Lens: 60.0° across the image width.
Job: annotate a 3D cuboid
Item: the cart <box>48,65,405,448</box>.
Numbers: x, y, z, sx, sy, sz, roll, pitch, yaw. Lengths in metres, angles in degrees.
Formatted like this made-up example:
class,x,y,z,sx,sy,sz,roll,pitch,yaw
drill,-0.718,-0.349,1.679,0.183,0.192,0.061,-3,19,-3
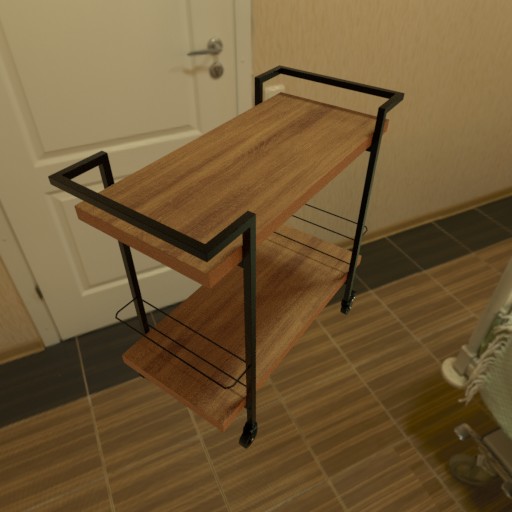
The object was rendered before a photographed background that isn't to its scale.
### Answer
class,x,y,z,sx,sy,sz,roll,pitch,yaw
cart,0.000,0.000,1.253,0.406,0.762,0.806,25,46,26
